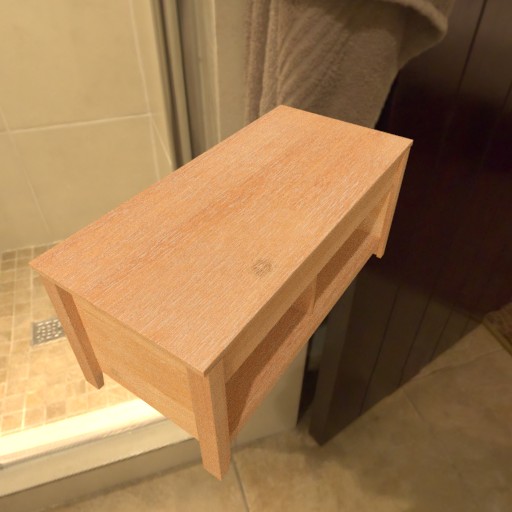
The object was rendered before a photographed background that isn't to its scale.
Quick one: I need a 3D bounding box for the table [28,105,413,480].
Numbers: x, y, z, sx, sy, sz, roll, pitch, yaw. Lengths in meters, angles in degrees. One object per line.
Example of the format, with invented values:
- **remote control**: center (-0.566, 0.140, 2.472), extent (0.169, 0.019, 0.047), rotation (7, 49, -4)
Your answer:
- **table**: center (0.000, 0.000, 1.307), extent (0.483, 0.457, 1.016), rotation (24, 47, 25)
